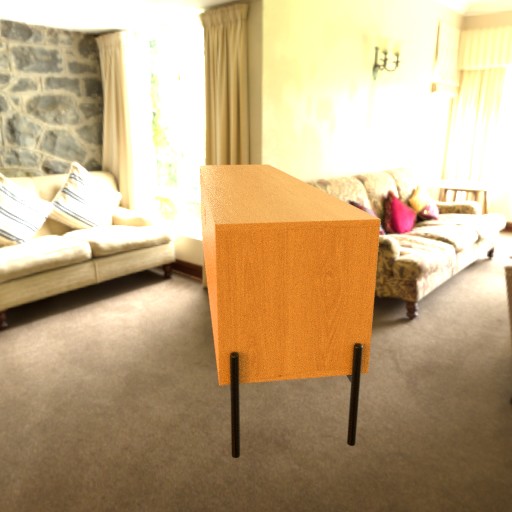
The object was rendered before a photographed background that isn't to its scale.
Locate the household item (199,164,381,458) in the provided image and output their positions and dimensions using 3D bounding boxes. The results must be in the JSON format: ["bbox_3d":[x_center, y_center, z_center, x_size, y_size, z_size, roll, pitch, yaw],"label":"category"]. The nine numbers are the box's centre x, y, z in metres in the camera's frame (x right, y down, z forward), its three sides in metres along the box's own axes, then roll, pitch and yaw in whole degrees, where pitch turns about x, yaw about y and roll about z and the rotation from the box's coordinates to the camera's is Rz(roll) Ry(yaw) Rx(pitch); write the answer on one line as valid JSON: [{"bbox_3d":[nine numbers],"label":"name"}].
[{"bbox_3d":[0.000,0.000,1.793,0.400,0.600,1.550,-2,17,-8],"label":"household item"}]
